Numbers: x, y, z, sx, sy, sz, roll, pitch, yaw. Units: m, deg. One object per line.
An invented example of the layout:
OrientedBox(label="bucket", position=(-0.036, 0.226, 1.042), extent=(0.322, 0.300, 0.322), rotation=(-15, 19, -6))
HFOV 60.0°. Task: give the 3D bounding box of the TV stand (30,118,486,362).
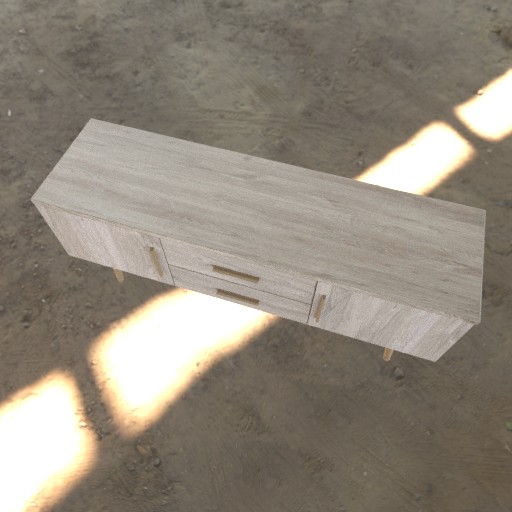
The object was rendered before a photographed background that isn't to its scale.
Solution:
OrientedBox(label="TV stand", position=(0.000, 0.000, 1.563), extent=(1.313, 0.565, 0.401), rotation=(15, 59, 9))
